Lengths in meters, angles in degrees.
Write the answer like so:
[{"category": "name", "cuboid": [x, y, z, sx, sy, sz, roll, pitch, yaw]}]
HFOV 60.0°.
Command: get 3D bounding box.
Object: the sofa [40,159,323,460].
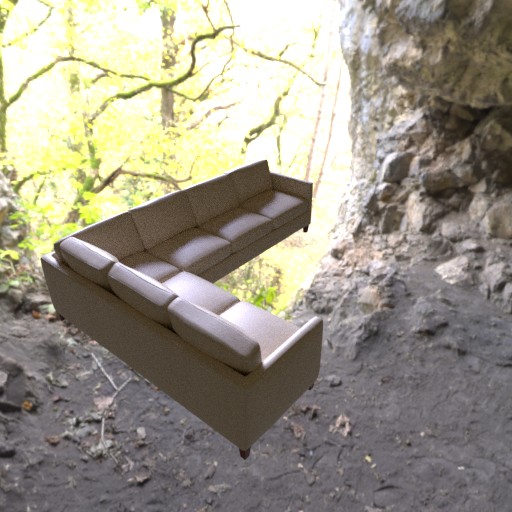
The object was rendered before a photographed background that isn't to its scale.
[{"category": "sofa", "cuboid": [0.000, 0.000, 4.629, 2.593, 0.947, 3.302, 23, 37, 33]}]
